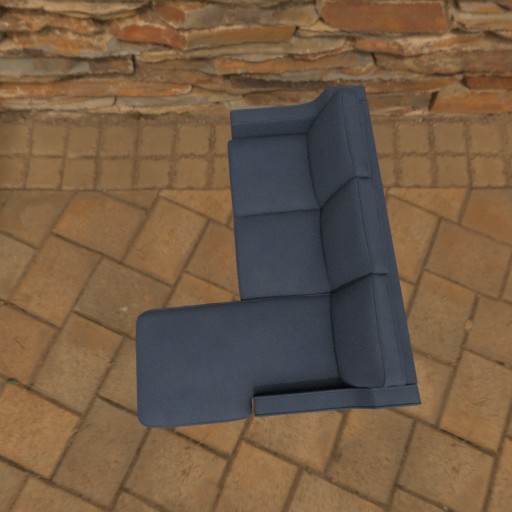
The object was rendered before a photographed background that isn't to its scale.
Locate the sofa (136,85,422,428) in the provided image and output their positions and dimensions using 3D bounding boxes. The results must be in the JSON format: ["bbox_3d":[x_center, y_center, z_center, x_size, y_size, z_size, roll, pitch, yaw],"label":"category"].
[{"bbox_3d":[0.000,0.000,3.326,1.858,1.066,2.317,-5,75,-1],"label":"sofa"}]
